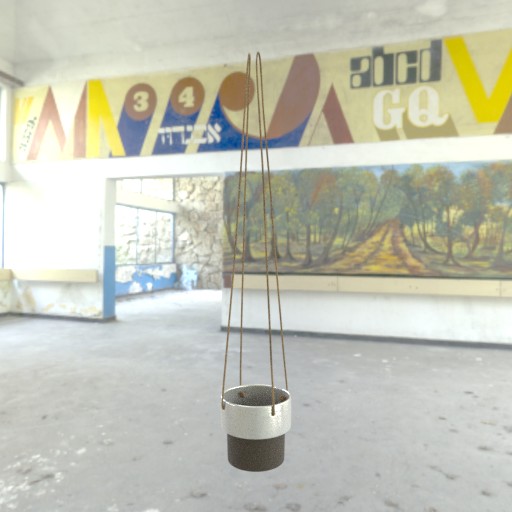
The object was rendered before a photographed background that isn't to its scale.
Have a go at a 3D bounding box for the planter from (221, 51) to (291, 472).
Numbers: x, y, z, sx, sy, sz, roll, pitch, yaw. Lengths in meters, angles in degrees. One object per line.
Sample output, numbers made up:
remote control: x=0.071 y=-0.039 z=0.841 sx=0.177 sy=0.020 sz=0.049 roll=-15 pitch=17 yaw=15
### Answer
planter: x=0.000 y=0.000 z=1.171 sx=0.187 sy=1.073 sz=0.187 roll=0 pitch=1 yaw=18
